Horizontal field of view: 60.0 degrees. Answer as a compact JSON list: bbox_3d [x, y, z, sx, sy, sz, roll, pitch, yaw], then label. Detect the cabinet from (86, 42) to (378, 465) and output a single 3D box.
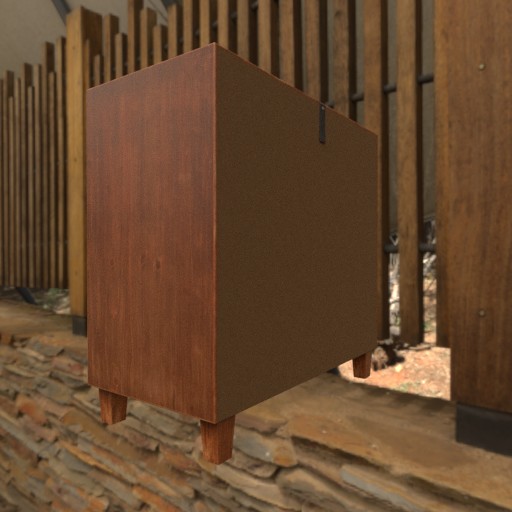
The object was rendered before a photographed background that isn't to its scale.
[{"bbox_3d":[0.000,0.000,1.244,0.412,0.785,0.796,0,1,36],"label":"cabinet"}]
